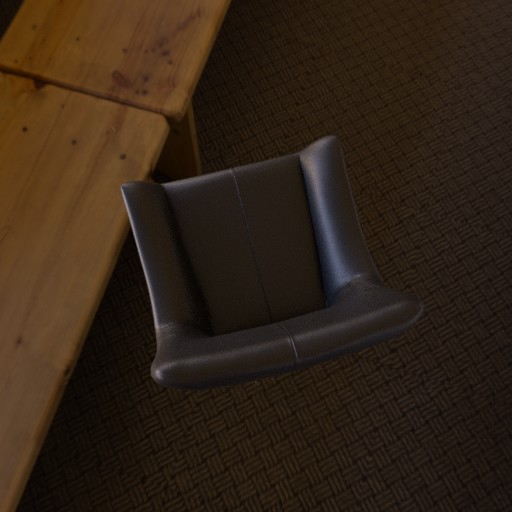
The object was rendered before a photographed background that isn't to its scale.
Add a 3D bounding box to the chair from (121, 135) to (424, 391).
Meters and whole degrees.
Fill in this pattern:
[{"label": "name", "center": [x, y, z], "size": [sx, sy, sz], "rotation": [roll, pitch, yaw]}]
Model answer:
[{"label": "chair", "center": [0.000, 0.000, 1.562], "size": [0.836, 0.922, 0.826], "rotation": [-14, 75, -4]}]
